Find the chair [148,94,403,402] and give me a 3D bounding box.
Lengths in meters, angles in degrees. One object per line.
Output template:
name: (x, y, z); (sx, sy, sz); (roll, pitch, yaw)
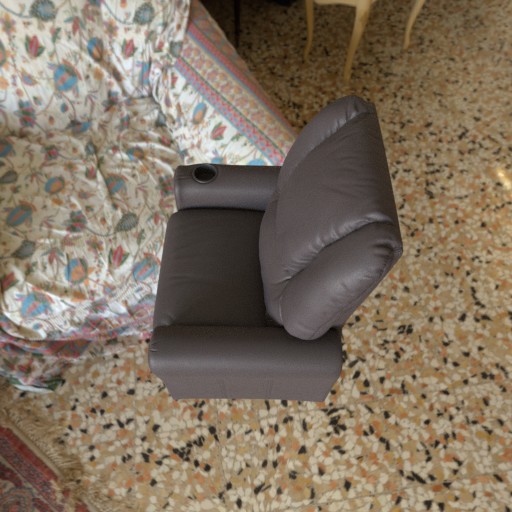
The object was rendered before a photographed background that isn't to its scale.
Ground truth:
chair: (0.000, 0.000, 1.133); (0.521, 0.709, 0.610); (1, 58, 0)
